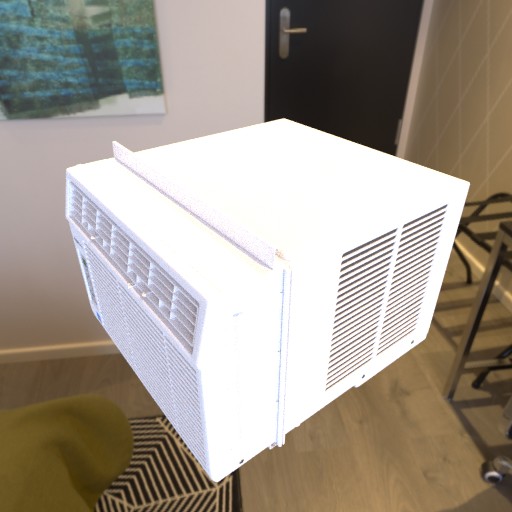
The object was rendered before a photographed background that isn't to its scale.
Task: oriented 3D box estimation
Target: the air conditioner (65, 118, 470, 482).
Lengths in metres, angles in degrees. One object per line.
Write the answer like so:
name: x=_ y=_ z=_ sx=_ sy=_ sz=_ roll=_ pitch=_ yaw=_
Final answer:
air conditioner: x=0.000 y=0.000 z=0.857 sx=0.546 sy=0.388 sz=0.503 roll=-23 pitch=39 yaw=-31
